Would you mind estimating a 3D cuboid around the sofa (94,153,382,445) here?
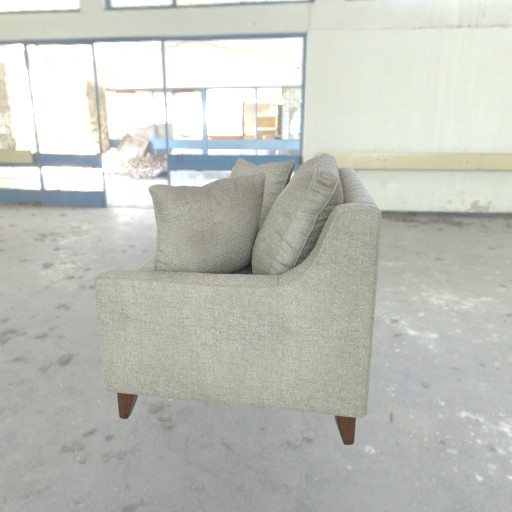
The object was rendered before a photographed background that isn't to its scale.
[{"bbox_3d":[0.000,0.000,2.010,0.915,0.863,1.422,2,16,9],"label":"sofa"}]
